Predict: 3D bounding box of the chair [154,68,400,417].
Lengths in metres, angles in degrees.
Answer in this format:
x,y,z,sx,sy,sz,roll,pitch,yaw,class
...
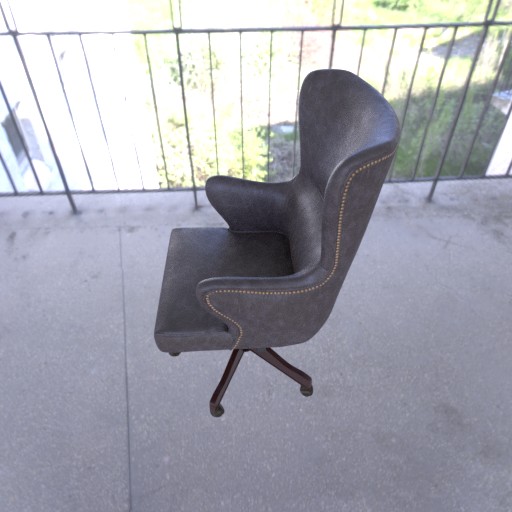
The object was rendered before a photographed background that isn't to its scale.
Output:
x,y,z,sx,sy,sz,roll,pitch,yaw,class
0.000,0.000,1.471,0.717,1.037,0.594,-2,41,-2,chair
